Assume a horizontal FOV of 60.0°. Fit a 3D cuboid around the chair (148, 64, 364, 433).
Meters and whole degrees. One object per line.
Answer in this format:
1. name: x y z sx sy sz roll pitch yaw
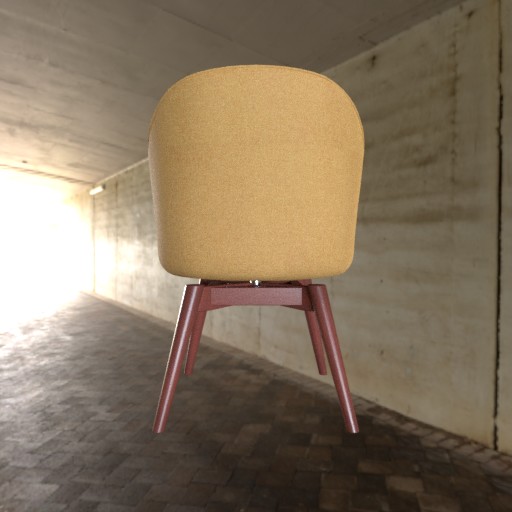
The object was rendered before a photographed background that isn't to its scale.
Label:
1. chair: 0.000 0.000 1.252 0.596 0.823 0.635 0 1 0
